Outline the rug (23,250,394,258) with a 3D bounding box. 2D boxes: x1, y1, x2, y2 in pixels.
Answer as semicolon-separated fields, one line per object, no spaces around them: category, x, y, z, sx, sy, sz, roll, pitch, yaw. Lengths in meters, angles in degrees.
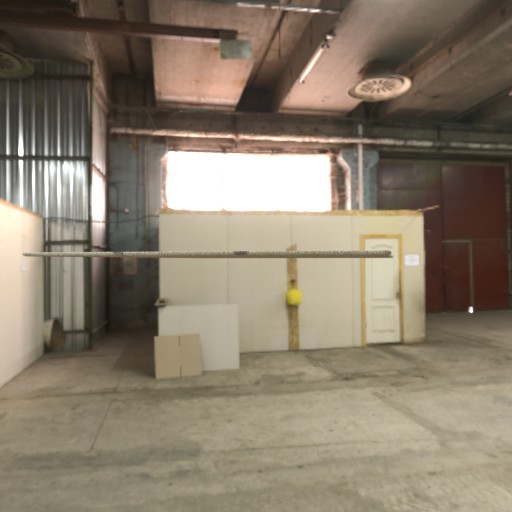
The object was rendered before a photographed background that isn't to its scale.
rug;0.000;0.000;4.057;2.399;0.026;3.000;0;-1;18
